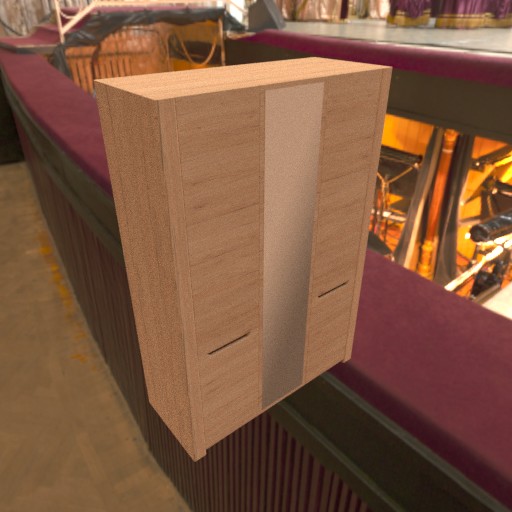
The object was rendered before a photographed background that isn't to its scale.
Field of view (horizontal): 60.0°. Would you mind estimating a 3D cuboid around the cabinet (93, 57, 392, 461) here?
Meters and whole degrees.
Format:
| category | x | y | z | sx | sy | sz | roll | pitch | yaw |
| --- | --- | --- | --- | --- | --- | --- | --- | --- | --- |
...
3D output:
| category | x | y | z | sx | sy | sz | roll | pitch | yaw |
| --- | --- | --- | --- | --- | --- | --- | --- | --- | --- |
| cabinet | 0.000 | 0.000 | 2.685 | 1.400 | 2.070 | 0.580 | -22 | 37 | -33 |
